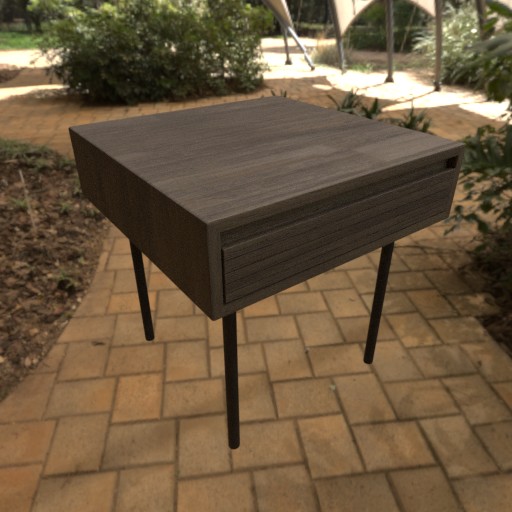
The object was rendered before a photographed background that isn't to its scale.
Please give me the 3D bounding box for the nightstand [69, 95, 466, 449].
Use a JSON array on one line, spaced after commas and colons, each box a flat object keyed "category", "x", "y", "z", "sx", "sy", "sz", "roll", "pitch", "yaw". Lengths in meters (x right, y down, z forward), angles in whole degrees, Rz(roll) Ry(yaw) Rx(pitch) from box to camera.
[{"category": "nightstand", "x": 0.000, "y": 0.000, "z": 0.906, "sx": 0.502, "sy": 0.497, "sz": 0.503, "roll": -21, "pitch": 36, "yaw": -31}]
